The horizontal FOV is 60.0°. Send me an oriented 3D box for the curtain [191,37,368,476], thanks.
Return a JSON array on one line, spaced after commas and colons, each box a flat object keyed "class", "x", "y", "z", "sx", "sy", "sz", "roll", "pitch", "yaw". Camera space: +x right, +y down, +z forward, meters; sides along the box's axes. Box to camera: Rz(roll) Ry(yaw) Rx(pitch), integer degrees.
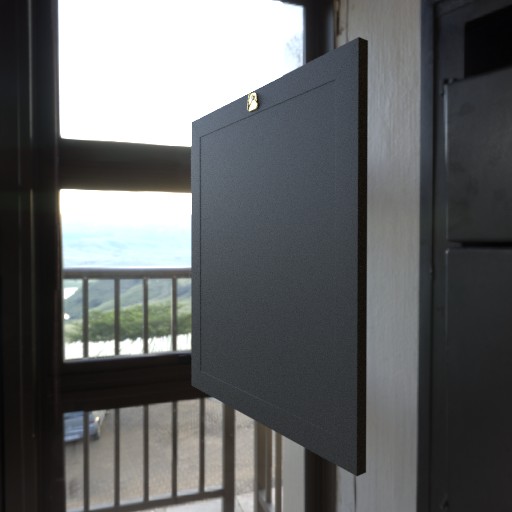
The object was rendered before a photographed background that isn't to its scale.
[{"class": "curtain", "x": 0.000, "y": 0.000, "z": 0.790, "sx": 0.027, "sy": 0.585, "sz": 0.483, "roll": -1, "pitch": 1, "yaw": -35}]
